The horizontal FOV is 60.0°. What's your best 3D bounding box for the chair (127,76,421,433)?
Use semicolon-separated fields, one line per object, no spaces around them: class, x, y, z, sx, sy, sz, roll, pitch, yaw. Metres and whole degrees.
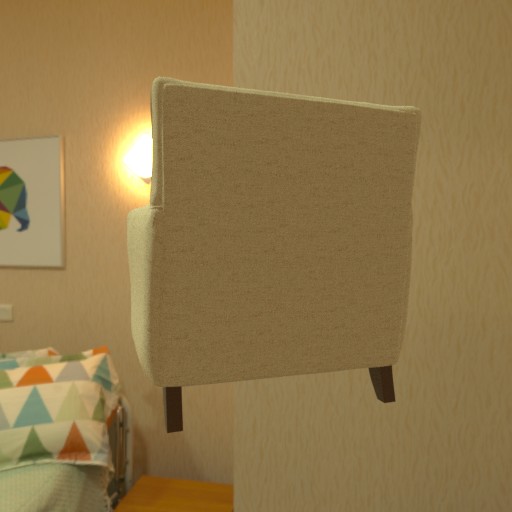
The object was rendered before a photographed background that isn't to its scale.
chair;0.000;0.000;1.614;0.870;0.943;0.823;-1;2;-19
